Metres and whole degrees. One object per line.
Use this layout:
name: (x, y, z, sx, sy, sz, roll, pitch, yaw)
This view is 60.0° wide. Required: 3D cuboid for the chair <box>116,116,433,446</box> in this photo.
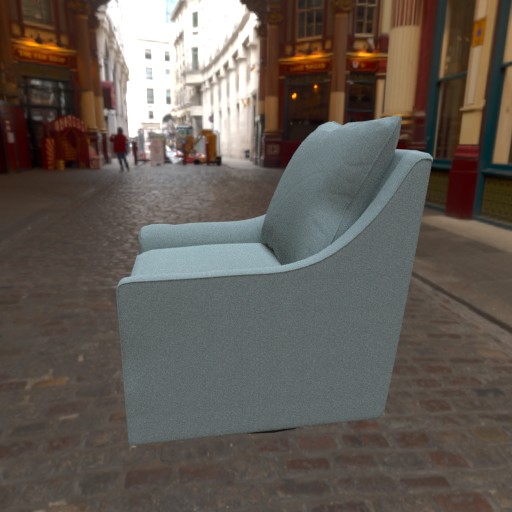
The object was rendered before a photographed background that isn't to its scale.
chair: (0.000, 0.000, 1.557, 0.870, 0.926, 0.760, -3, 15, -9)
